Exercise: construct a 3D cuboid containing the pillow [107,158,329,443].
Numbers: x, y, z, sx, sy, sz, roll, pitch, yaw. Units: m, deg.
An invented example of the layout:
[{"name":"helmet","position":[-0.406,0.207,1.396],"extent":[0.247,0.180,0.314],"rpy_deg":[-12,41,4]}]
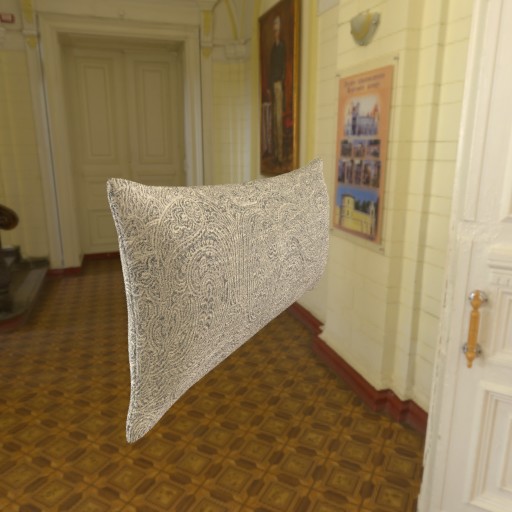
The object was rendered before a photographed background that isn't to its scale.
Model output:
[{"name":"pillow","position":[0.000,0.000,0.722],"extent":[0.151,0.295,0.615],"rpy_deg":[7,16,26]}]
